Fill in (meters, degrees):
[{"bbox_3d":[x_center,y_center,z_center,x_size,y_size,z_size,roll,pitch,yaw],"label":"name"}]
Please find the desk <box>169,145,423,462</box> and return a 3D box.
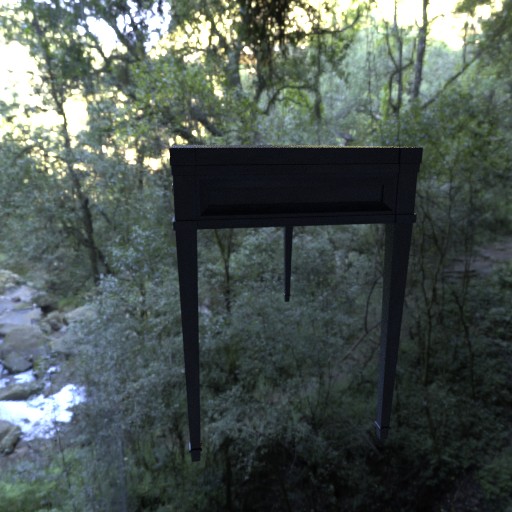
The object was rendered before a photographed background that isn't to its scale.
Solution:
[{"bbox_3d":[0.000,0.000,1.784,0.630,0.861,1.289,-2,15,-10],"label":"desk"}]
